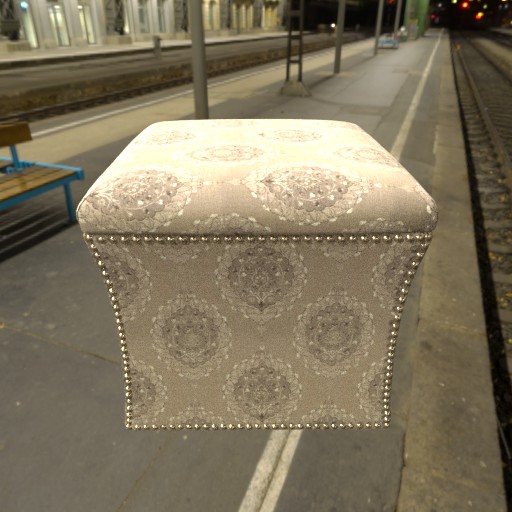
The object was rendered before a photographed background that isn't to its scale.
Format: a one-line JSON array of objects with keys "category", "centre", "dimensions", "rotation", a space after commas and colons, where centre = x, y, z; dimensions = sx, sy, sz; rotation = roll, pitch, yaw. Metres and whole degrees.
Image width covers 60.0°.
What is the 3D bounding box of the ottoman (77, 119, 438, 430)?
[{"category": "ottoman", "centre": [0.000, 0.000, 0.888], "dimensions": [0.507, 0.473, 0.497], "rotation": [0, 28, 0]}]
